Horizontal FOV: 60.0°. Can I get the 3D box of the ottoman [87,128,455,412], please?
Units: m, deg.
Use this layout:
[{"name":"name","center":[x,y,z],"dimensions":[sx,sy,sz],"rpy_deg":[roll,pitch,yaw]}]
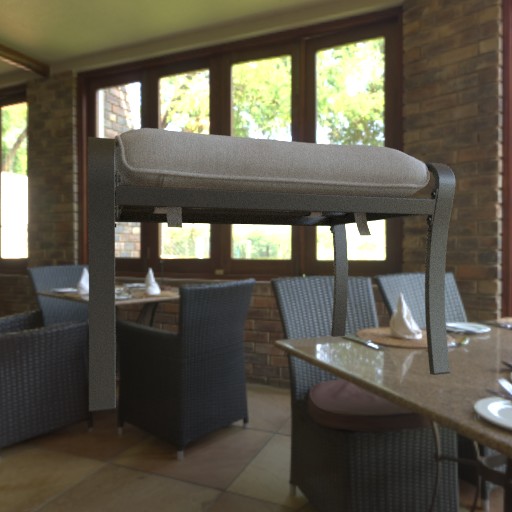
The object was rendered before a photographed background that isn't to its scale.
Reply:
[{"name":"ottoman","center":[0.000,0.000,0.881],"dimensions":[0.610,0.422,0.406],"rpy_deg":[0,1,-18]}]
